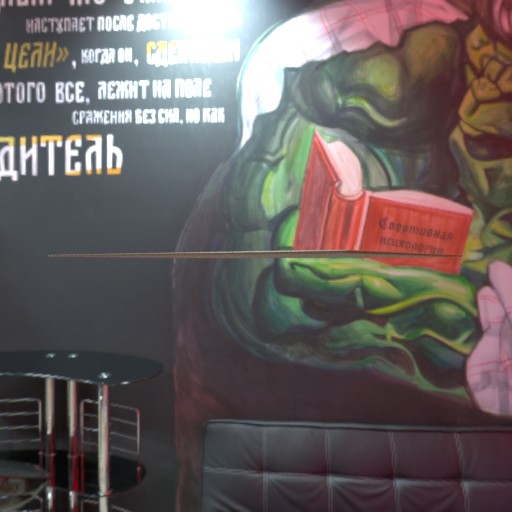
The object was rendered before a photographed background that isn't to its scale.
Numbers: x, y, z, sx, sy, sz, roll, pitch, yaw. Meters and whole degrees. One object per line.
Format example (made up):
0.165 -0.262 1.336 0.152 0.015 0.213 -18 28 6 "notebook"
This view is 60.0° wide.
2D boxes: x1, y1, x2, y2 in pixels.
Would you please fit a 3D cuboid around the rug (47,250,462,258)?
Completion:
0.000 0.000 4.121 3.041 0.020 2.413 -1 -1 37 "rug"
